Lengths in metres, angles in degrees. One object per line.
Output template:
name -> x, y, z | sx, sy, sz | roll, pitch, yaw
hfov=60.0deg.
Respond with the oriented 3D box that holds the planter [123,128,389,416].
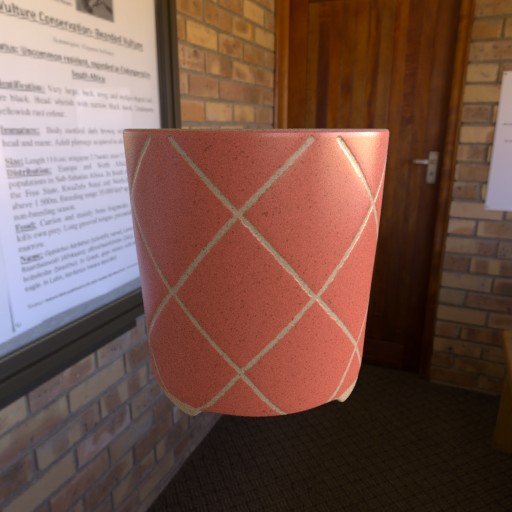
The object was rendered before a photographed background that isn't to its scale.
planter -> 0.000, 0.000, 0.425 | 0.227, 0.235, 0.227 | 0, 16, 0
